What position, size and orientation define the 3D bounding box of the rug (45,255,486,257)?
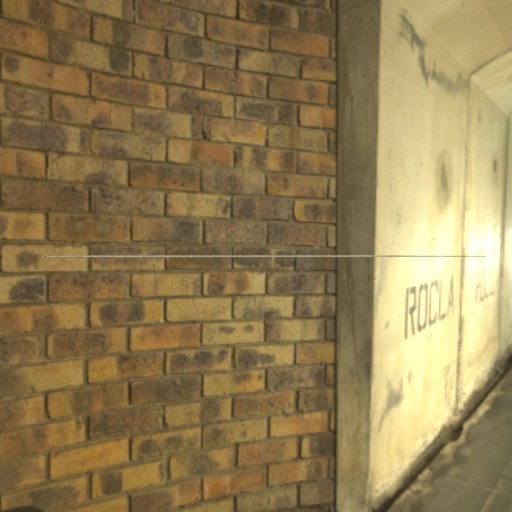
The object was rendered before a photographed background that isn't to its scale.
[{"bbox_3d":[0.000,0.000,2.986,2.433,0.007,1.507,0,0,-19],"label":"rug"}]
